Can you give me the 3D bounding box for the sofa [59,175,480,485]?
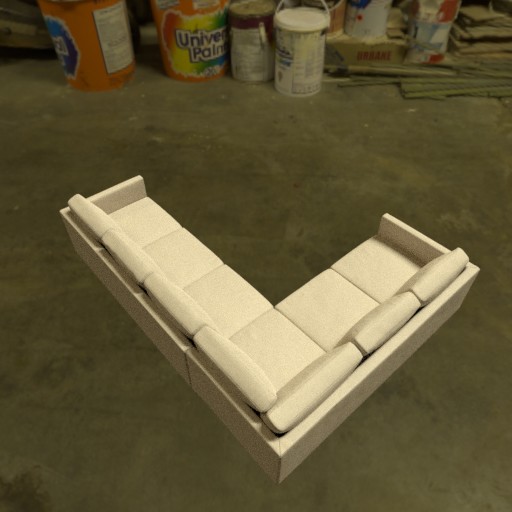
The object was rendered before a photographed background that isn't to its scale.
[{"bbox_3d":[0.000,0.000,4.299,2.432,0.863,3.182,-32,54,-27],"label":"sofa"}]
